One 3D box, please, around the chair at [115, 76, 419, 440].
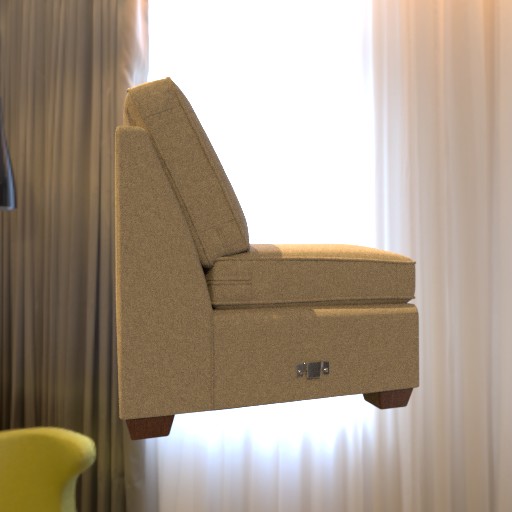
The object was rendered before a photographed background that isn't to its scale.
[{"bbox_3d":[0.000,0.000,1.684,1.020,1.058,0.674,0,0,-18],"label":"chair"}]
